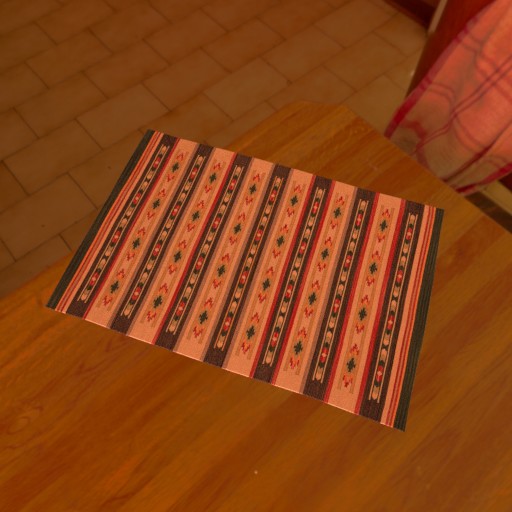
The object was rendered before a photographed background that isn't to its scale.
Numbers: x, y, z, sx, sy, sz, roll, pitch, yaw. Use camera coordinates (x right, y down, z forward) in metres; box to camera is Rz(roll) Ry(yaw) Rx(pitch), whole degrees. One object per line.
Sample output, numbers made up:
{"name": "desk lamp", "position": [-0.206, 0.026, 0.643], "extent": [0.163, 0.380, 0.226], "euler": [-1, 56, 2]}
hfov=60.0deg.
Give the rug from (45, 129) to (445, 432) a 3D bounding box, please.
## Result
{"name": "rug", "position": [0.000, 0.000, 2.345], "extent": [1.825, 0.009, 1.221], "euler": [17, 65, 8]}
